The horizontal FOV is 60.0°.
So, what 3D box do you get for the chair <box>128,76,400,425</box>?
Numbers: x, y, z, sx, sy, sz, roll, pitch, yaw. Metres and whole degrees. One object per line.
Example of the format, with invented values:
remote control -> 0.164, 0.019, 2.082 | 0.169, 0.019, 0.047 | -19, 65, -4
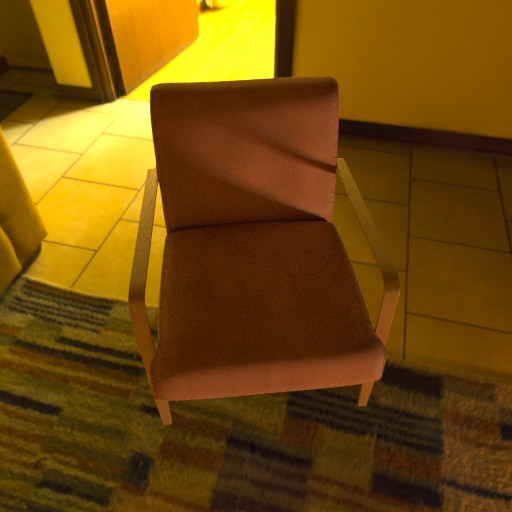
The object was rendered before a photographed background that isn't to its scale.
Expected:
chair -> 0.000, 0.000, 1.454 | 0.701, 0.823, 0.848 | -4, 47, -4
